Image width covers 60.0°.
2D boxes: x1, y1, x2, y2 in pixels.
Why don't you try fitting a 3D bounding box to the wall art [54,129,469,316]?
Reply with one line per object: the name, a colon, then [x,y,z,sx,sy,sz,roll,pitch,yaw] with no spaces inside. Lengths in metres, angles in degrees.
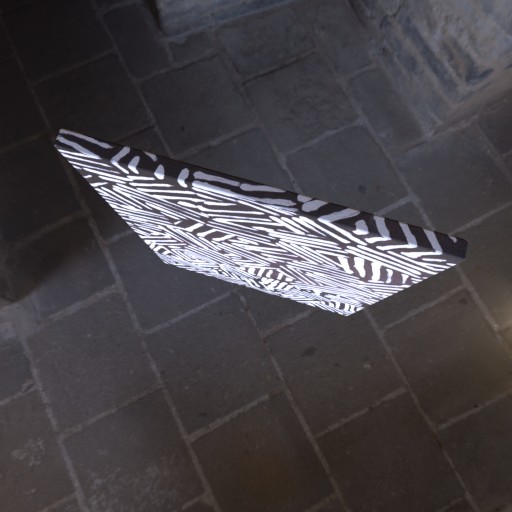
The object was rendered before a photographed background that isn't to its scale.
wall art: [0.000,0.000,1.286,0.765,1.017,0.038,16,77,4]
